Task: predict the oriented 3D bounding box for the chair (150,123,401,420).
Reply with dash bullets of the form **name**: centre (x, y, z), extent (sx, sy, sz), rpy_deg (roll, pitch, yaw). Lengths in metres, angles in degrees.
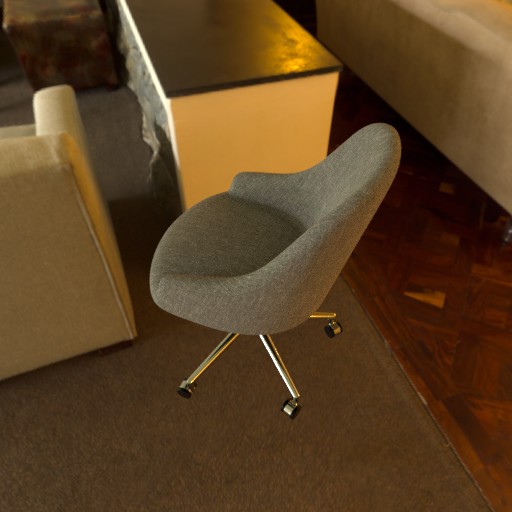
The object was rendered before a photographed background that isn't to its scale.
- **chair**: centre (0.000, 0.000, 1.438), extent (0.712, 0.950, 0.671), rpy_deg (16, 49, 15)
